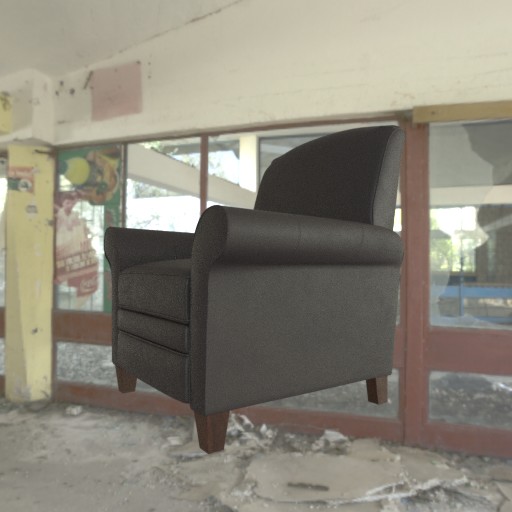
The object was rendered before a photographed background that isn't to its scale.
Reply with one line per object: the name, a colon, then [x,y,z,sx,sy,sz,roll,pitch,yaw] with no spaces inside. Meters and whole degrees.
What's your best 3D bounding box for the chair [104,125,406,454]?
chair: [0.000,0.000,1.706,0.902,1.061,0.978,1,-1,-36]
